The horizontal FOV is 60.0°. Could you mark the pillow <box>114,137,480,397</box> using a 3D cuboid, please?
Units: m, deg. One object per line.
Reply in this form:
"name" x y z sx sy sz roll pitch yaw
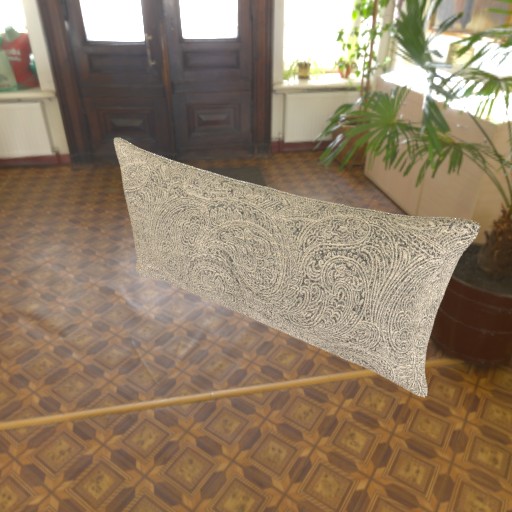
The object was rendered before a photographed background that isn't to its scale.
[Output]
"pillow" 0.000 0.000 0.727 0.615 0.295 0.151 19 36 28
